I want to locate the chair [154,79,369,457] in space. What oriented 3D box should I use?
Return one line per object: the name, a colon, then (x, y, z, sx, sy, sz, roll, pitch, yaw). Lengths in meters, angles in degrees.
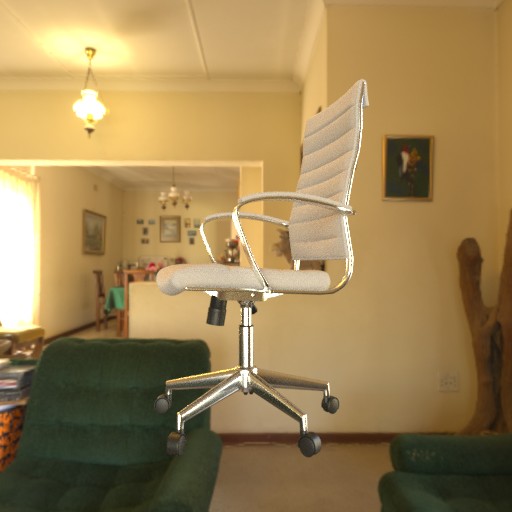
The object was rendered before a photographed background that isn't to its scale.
chair: (0.000, 0.000, 1.550, 0.667, 1.149, 0.679, 0, -1, -17)
